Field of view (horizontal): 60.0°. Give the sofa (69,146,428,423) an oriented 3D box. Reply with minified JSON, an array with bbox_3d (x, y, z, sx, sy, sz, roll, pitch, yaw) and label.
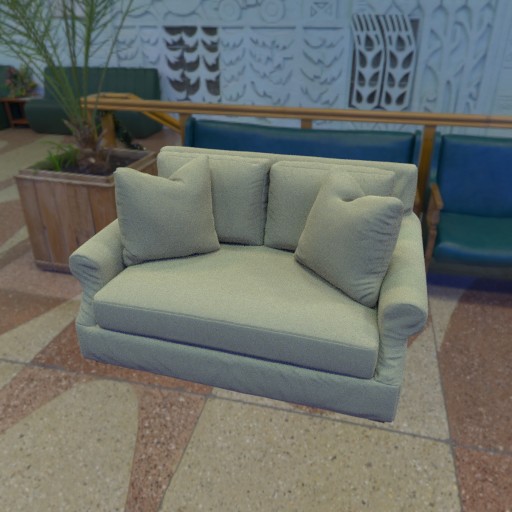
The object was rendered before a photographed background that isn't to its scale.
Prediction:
[{"bbox_3d":[0.000,0.000,2.170,1.550,0.905,1.070,8,29,14],"label":"sofa"}]
